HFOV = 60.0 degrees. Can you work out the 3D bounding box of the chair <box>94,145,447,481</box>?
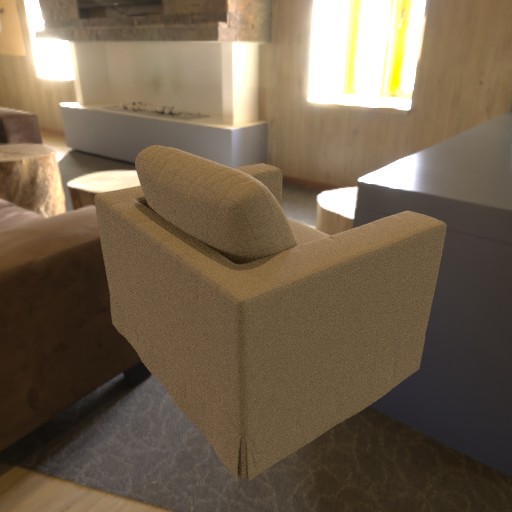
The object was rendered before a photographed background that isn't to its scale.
[{"bbox_3d":[0.000,0.000,1.849,0.957,0.878,1.150,-18,31,-33],"label":"chair"}]
